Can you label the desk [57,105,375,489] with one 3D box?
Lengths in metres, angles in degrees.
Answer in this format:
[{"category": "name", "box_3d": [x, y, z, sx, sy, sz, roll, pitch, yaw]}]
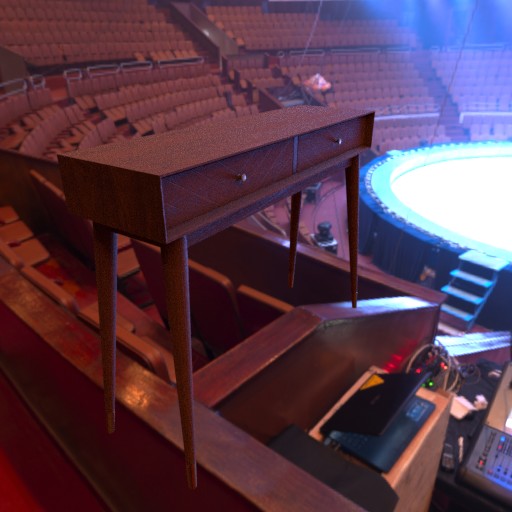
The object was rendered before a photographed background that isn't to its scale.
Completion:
[{"category": "desk", "box_3d": [0.000, 0.000, 1.621, 0.384, 0.917, 1.204, 16, 30, 31]}]
